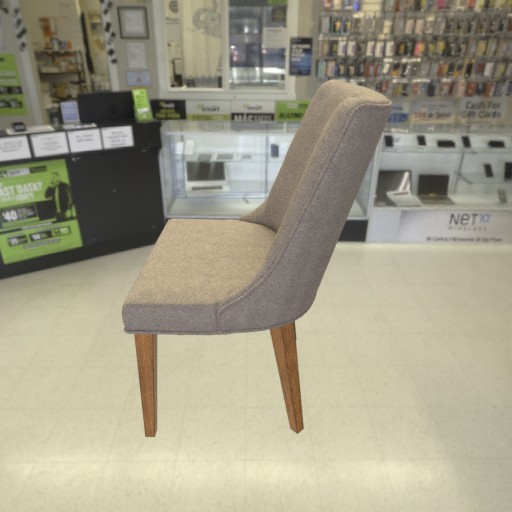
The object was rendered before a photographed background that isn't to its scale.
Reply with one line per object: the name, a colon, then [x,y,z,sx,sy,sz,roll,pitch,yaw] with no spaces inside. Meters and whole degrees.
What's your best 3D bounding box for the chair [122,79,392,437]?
chair: [0.000,0.000,1.277,0.636,0.916,0.548,1,27,2]
